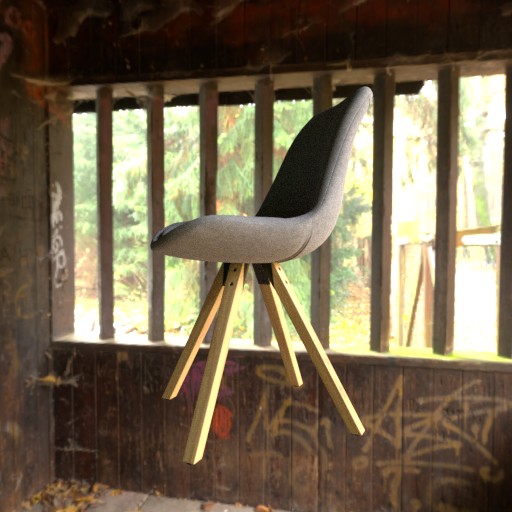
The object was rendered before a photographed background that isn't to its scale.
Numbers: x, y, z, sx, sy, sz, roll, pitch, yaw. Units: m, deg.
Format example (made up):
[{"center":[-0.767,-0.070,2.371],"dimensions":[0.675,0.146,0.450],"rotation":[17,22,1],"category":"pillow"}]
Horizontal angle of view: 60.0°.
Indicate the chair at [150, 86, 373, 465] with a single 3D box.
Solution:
[{"center":[0.000,0.000,1.189],"dimensions":[0.550,0.865,0.483],"rotation":[-1,2,-18],"category":"chair"}]
